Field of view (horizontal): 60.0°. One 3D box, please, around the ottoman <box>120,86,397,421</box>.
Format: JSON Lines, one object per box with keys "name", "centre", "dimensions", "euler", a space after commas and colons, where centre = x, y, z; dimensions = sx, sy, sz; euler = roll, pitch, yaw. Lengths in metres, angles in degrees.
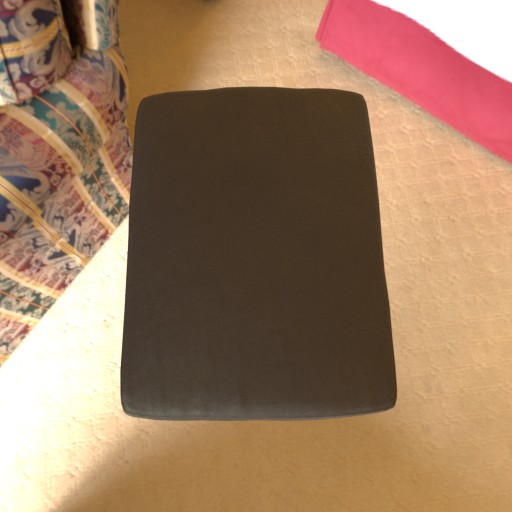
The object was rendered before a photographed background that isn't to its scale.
{"name": "ottoman", "centre": [0.000, 0.000, 1.296], "dimensions": [0.659, 0.529, 0.887], "euler": [-1, 74, 0]}
